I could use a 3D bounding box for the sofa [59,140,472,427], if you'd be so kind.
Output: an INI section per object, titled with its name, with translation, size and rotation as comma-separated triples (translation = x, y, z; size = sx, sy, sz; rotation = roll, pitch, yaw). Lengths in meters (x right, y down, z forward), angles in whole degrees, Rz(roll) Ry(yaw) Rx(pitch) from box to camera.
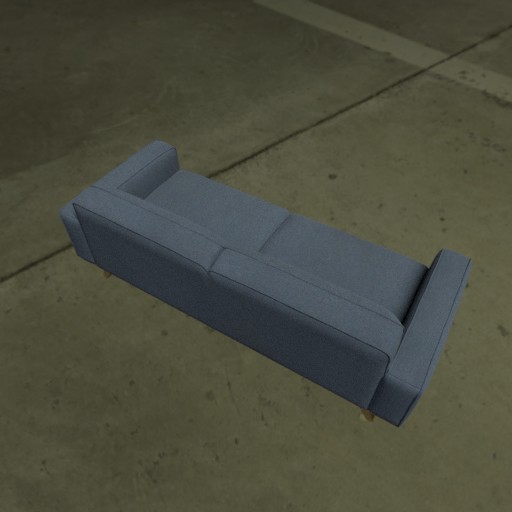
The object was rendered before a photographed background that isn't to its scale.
[sofa]
translation = 0.000, 0.000, 2.682
size = 2.270, 0.782, 0.953
rotation = 24, 52, 21
